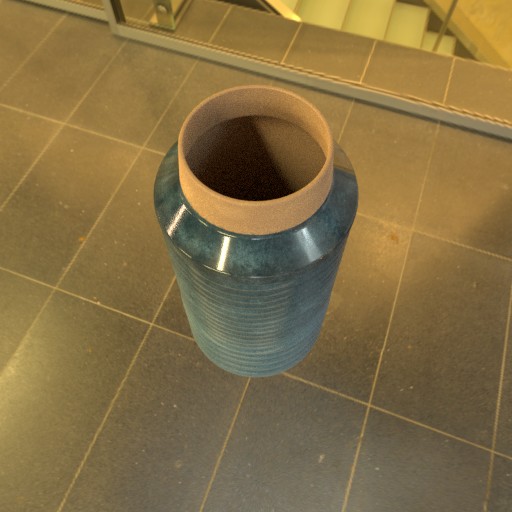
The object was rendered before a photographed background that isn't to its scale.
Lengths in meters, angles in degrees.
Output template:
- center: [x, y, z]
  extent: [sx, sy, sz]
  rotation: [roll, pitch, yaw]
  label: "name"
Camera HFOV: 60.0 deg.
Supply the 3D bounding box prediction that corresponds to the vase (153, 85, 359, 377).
- center: [0.000, 0.000, 0.413]
  extent: [0.163, 0.316, 0.163]
  rotation: [0, 63, 0]
  label: "vase"
